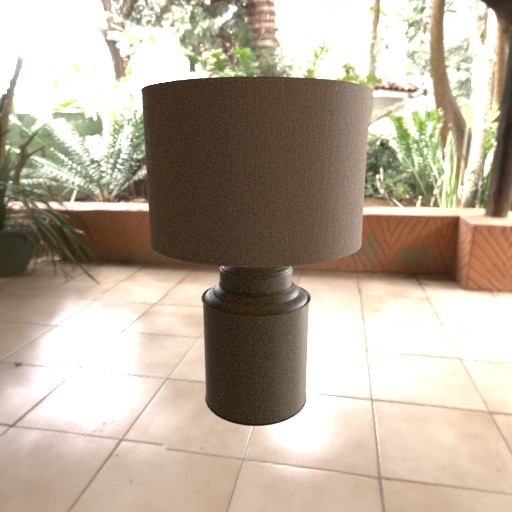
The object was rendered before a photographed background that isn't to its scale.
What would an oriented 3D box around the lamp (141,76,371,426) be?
[{"bbox_3d":[0.000,0.000,0.691,0.318,0.486,0.318,0,14,0],"label":"lamp"}]
